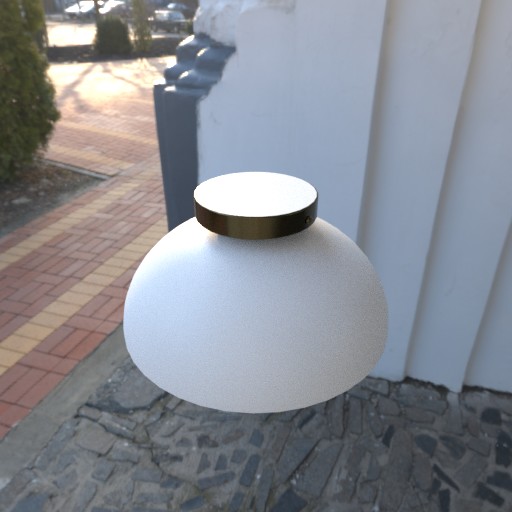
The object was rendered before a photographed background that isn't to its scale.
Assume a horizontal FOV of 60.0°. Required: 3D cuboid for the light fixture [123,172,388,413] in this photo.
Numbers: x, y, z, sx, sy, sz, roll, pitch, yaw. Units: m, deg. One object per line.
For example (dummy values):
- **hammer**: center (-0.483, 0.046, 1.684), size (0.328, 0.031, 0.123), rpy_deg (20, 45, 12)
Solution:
- **light fixture**: center (0.000, 0.000, 0.573), size (0.355, 0.177, 0.355), rpy_deg (0, 29, 0)
